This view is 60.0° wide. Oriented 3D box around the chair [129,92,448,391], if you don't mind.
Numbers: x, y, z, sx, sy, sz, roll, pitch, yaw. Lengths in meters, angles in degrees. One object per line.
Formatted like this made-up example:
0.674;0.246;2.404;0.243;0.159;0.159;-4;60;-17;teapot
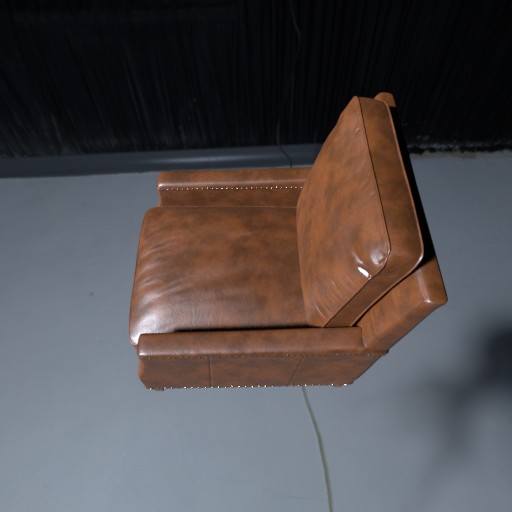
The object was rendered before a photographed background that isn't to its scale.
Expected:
0.000;0.000;1.792;1.035;1.054;0.854;-1;59;-1;chair
